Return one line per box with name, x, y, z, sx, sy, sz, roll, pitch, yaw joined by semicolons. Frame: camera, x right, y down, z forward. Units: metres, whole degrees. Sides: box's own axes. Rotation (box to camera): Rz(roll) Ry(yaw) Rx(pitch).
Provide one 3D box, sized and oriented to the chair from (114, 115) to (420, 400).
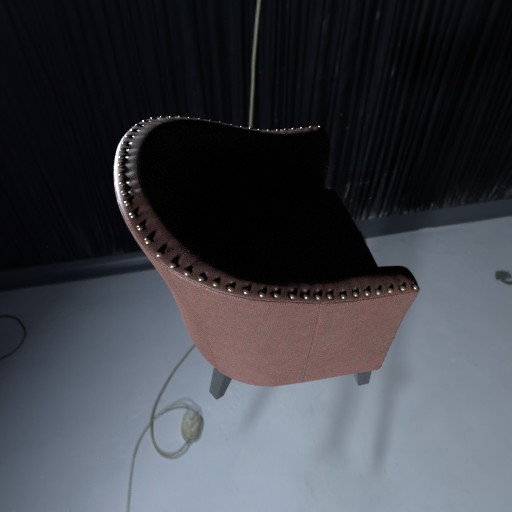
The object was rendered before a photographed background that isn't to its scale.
chair;0.000;0.000;1.484;0.748;0.823;0.794;-9;48;-9
